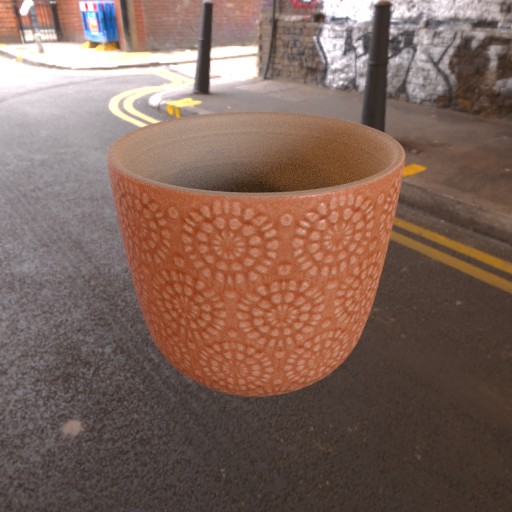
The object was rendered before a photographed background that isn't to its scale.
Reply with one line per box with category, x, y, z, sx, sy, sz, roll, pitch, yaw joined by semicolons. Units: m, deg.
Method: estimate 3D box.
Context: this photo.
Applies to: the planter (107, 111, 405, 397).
planter;0.000;0.000;0.367;0.208;0.190;0.208;0;30;0
